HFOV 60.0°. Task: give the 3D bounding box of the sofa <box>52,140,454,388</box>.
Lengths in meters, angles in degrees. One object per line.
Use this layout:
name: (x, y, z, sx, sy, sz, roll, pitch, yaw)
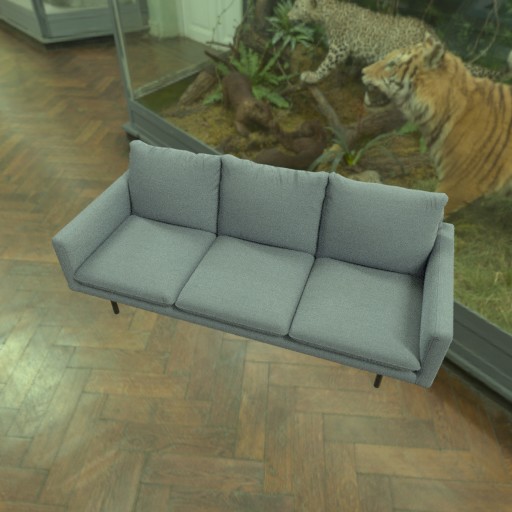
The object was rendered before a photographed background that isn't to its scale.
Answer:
sofa: (0.000, 0.000, 2.450, 2.000, 0.830, 0.850, 13, 42, 14)
